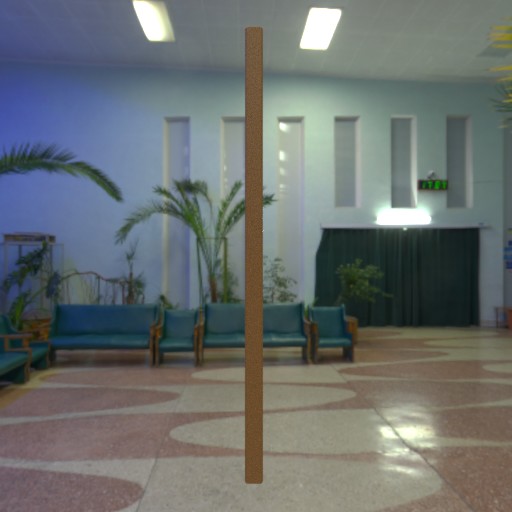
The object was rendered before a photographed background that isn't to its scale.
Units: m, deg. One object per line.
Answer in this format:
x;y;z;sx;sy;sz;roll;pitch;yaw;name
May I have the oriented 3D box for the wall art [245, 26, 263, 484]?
0.000;0.000;0.761;0.022;0.553;0.452;0;-1;1;wall art
